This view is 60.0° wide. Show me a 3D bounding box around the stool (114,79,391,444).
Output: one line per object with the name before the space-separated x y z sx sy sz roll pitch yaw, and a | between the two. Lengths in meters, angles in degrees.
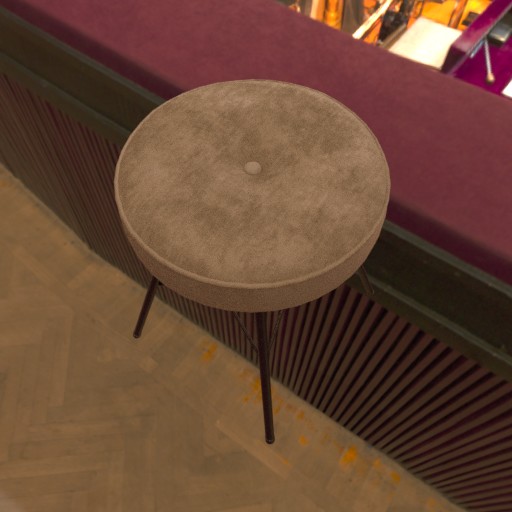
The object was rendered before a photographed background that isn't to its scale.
stool | 0.000 0.000 0.874 0.423 0.538 0.457 33 64 18
